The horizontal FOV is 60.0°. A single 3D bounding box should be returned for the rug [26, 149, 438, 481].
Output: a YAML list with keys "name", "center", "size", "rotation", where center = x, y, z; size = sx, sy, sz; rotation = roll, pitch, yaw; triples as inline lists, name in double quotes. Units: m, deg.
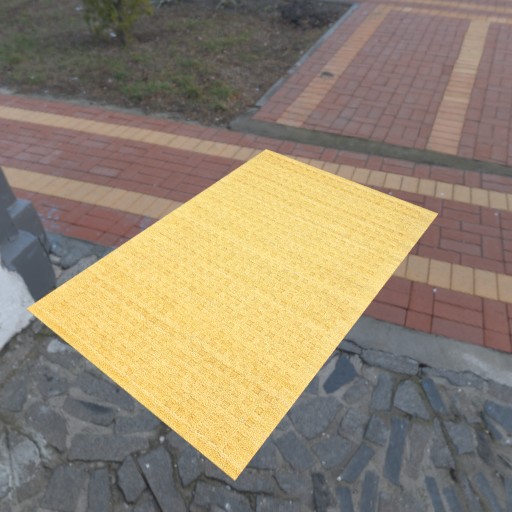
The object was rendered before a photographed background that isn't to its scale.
- name: "rug"
  center: [0.000, 0.000, 2.838]
  size: [1.524, 0.006, 2.286]
  rotation: [27, 49, 27]
